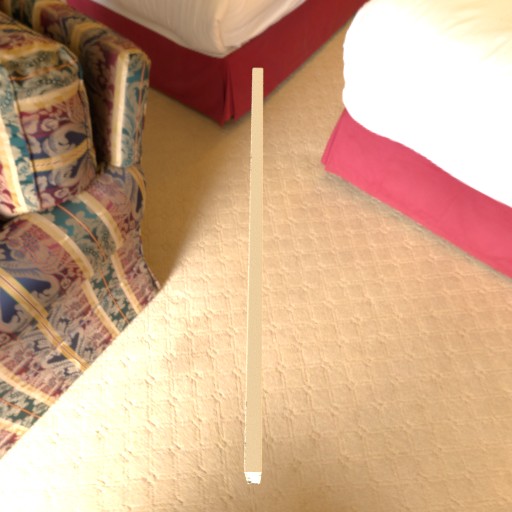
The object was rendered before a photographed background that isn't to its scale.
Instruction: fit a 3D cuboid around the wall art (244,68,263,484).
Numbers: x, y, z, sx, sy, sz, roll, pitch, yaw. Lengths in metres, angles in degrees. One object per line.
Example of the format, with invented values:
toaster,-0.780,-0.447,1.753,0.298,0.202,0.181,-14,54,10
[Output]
wall art,0.000,0.000,1.687,0.044,0.507,1.520,0,60,0
